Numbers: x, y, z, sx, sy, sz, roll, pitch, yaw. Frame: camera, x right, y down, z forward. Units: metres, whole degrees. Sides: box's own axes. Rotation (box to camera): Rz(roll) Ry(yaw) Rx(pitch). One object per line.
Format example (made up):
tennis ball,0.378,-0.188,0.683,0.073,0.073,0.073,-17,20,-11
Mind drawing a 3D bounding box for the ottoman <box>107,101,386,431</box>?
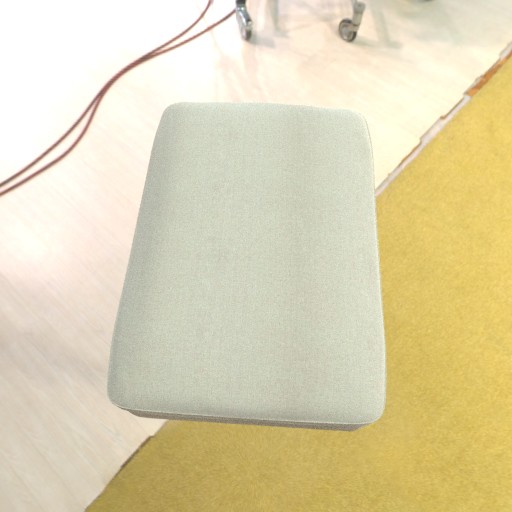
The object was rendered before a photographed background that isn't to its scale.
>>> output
ottoman,0.000,0.000,1.372,0.686,0.453,0.984,3,64,2
